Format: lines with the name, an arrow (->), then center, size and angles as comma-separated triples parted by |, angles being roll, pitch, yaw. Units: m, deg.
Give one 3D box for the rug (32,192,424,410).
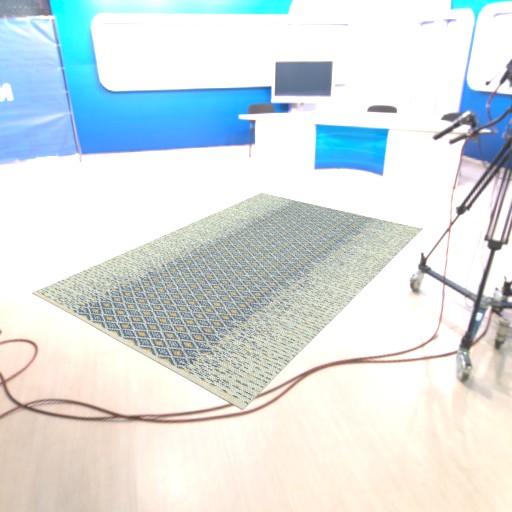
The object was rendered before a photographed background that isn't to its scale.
rug -> 0.000, 0.000, 2.375 | 1.219, 0.005, 1.828 | 18, 31, 32
